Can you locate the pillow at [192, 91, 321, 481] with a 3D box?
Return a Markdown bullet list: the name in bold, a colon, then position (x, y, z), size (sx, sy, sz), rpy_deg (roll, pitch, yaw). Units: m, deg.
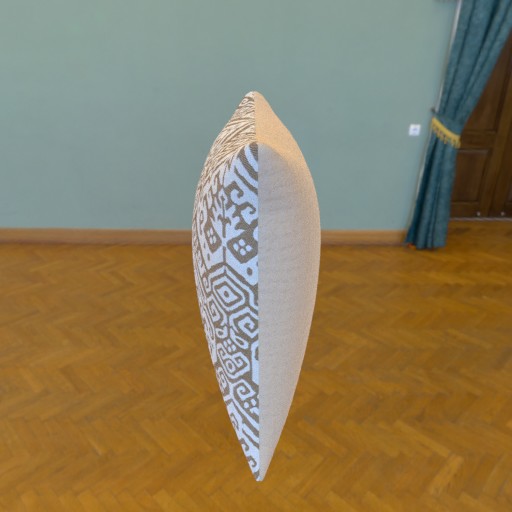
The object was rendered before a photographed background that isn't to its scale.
- **pillow**: position (0.000, 0.000, 0.636), size (0.173, 0.407, 0.419), rpy_deg (0, 26, -1)
